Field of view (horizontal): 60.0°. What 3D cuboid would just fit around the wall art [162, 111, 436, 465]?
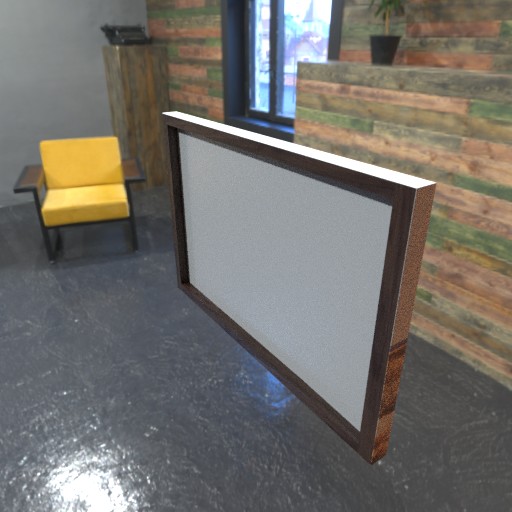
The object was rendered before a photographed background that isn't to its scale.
[{"bbox_3d":[0.000,0.000,1.152,0.050,0.610,0.914,-17,31,-31],"label":"wall art"}]
